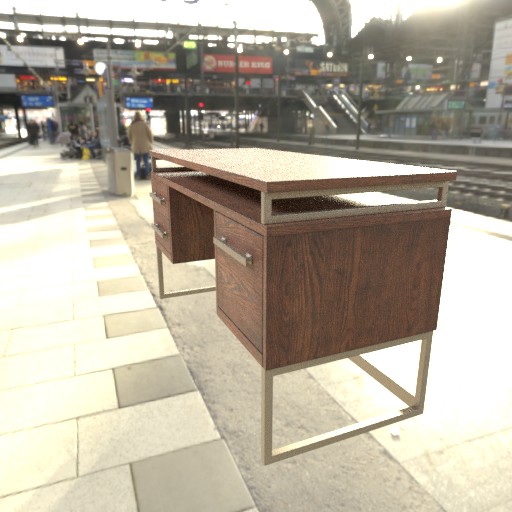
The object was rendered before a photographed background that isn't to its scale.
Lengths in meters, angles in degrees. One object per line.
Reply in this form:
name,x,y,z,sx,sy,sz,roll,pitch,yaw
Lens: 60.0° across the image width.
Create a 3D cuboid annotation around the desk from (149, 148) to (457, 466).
desk,0.000,0.000,1.831,0.610,0.792,1.384,-7,18,-23
